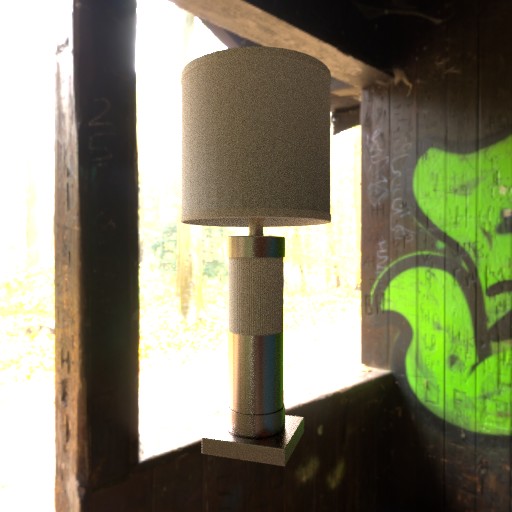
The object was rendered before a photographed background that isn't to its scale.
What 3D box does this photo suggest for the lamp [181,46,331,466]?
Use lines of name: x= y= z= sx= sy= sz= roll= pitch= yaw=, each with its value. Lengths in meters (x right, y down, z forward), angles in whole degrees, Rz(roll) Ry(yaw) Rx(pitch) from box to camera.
lamp: x=0.000 y=0.000 z=0.606 sx=0.202 sy=0.509 sz=0.202 roll=0 pitch=0 yaw=18
